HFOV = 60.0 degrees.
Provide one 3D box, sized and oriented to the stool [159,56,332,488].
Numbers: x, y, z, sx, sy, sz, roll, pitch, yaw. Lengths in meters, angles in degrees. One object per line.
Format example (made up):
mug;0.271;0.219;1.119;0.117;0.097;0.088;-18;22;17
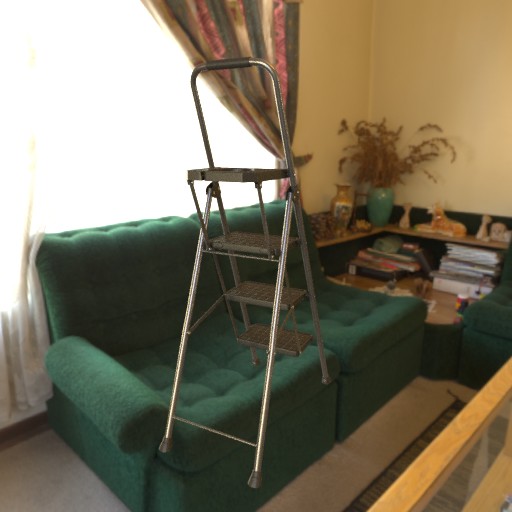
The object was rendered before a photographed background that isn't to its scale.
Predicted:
stool;0.000;0.000;1.611;0.396;1.277;0.733;7;16;27
